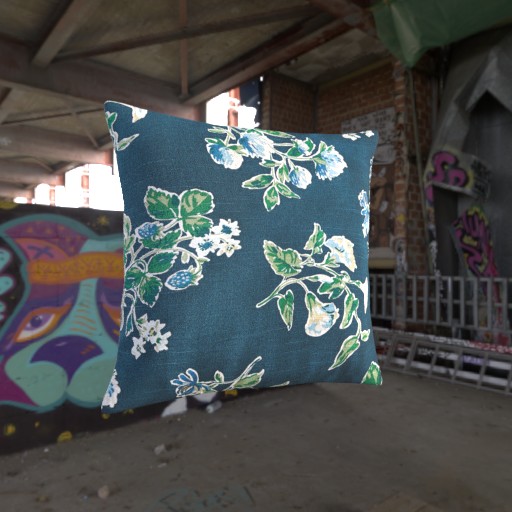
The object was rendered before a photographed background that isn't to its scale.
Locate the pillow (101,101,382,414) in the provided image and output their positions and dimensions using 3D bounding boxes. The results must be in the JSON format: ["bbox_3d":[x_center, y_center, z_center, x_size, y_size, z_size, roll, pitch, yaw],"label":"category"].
[{"bbox_3d":[0.000,0.000,0.801,0.525,0.508,0.166,0,-1,-19],"label":"pillow"}]
